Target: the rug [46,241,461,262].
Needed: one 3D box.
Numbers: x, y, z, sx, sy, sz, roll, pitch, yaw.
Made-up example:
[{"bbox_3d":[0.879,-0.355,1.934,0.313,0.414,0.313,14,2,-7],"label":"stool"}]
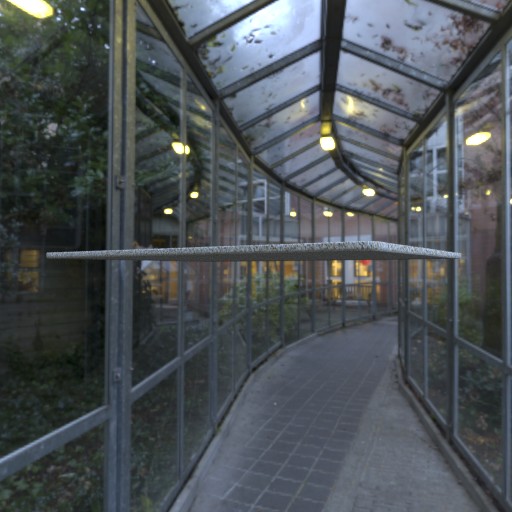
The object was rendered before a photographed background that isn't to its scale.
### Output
[{"bbox_3d":[0.000,0.000,2.114,1.600,0.027,1.200,-1,-2,35],"label":"rug"}]
